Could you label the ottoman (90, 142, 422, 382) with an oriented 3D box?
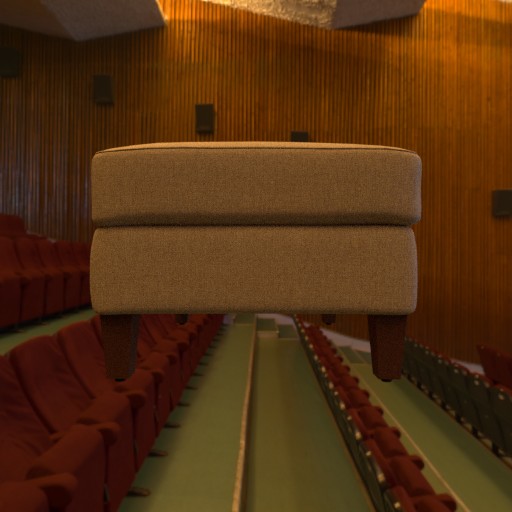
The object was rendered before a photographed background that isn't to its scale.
[{"bbox_3d":[0.000,0.000,1.297,0.677,0.519,0.898,0,0,0],"label":"ottoman"}]
